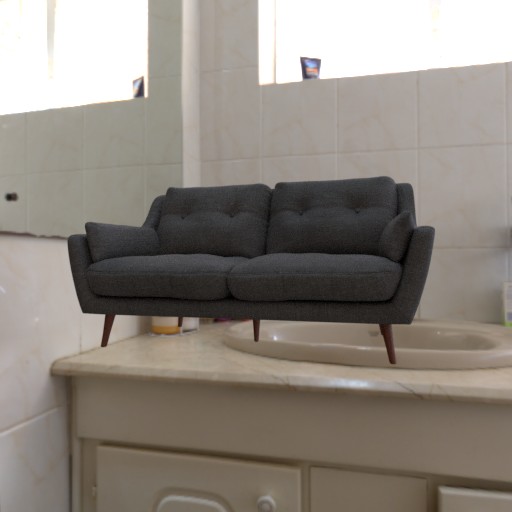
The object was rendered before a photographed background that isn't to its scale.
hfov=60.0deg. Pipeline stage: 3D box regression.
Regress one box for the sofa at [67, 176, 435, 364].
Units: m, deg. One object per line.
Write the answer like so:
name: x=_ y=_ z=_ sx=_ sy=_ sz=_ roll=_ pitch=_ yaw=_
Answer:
sofa: x=0.000 y=0.000 z=2.290 sx=1.646 sy=0.887 sz=0.976 roll=0 pitch=-1 yaw=16
